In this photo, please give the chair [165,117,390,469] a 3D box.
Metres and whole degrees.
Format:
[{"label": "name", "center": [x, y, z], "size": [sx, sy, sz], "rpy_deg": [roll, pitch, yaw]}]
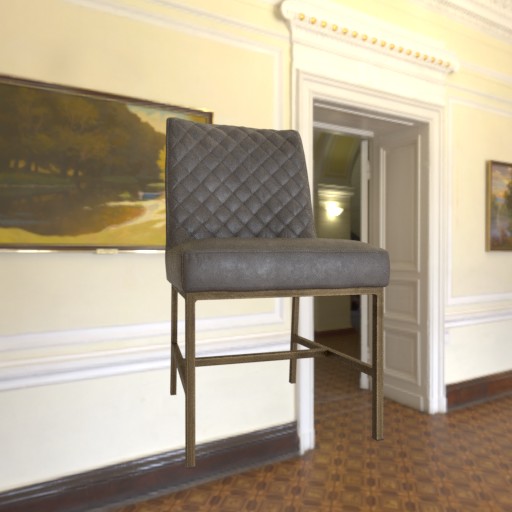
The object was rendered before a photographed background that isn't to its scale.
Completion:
[{"label": "chair", "center": [0.000, 0.000, 1.258], "size": [0.508, 0.889, 0.587], "rpy_deg": [0, 1, -18]}]
